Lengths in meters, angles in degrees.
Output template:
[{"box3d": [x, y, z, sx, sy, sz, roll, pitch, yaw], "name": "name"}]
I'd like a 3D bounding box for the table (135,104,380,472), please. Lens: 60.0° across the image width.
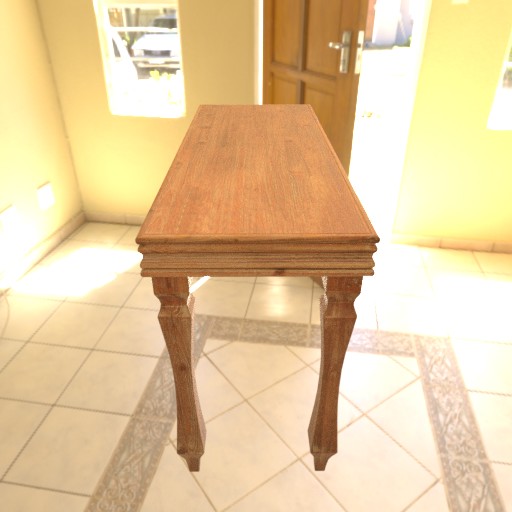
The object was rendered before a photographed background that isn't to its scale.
[{"box3d": [0.000, 0.000, 1.733, 0.522, 0.873, 1.330, 0, 30, 0], "name": "table"}]
